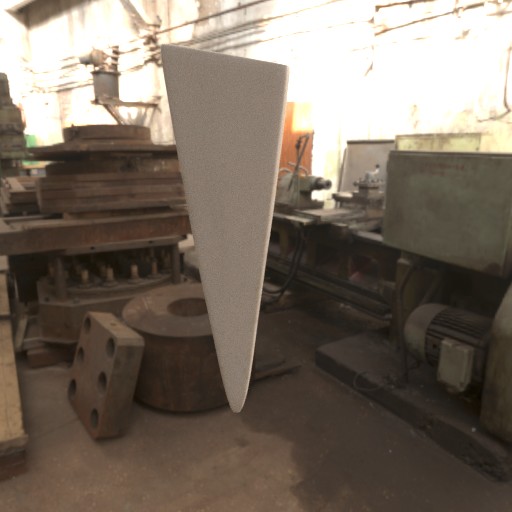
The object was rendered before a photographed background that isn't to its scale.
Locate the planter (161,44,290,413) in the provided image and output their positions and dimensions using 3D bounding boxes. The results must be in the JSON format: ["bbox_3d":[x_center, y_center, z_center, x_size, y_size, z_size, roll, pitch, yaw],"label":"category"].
[{"bbox_3d":[0.000,0.000,0.397,0.065,0.338,0.143,12,18,42],"label":"planter"}]
